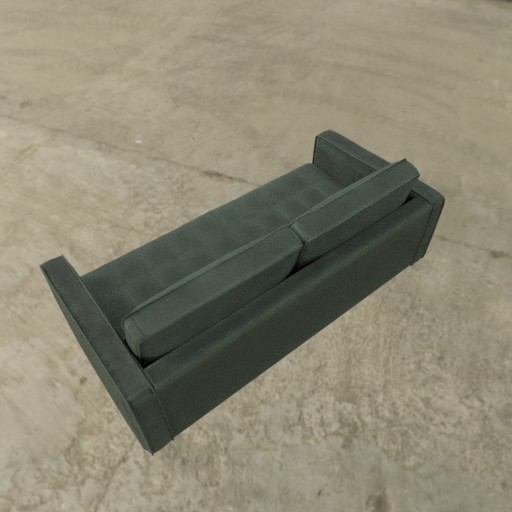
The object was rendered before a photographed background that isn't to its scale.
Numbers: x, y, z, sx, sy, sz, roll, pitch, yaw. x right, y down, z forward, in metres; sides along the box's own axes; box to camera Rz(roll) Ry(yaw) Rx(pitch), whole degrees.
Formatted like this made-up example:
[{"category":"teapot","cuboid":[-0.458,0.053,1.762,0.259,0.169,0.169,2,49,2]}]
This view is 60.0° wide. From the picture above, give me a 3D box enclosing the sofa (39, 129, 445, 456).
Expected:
[{"category":"sofa","cuboid":[0.000,0.000,2.242,1.816,0.781,0.886,-30,54,-25]}]
